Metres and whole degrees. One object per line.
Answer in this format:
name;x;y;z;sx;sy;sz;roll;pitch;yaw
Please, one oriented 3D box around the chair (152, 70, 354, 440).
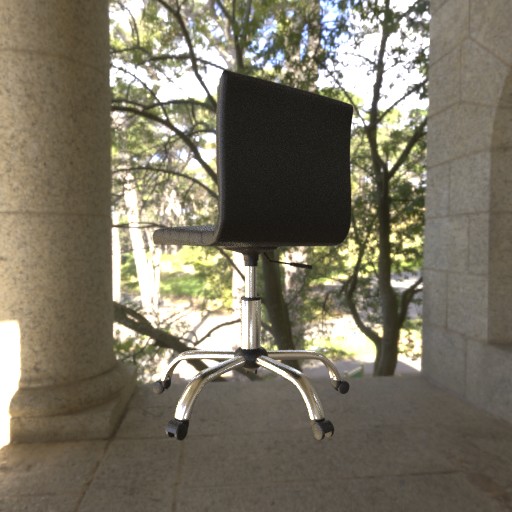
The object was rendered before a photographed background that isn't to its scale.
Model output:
chair;0.000;0.000;1.150;0.556;0.780;0.530;-1;2;-36
